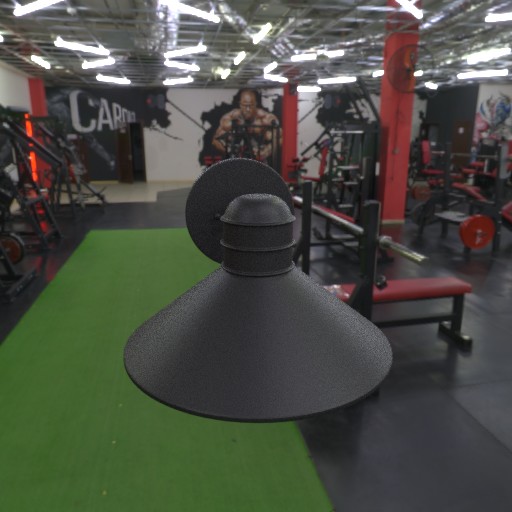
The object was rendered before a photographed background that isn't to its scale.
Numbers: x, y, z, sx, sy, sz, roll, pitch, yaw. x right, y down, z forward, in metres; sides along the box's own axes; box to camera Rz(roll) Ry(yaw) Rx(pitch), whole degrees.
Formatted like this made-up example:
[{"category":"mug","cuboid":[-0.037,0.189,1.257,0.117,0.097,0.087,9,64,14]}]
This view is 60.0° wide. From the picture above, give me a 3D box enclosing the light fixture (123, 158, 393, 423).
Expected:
[{"category":"light fixture","cuboid":[0.000,0.000,0.664,0.396,0.265,0.434,-2,16,-8]}]
